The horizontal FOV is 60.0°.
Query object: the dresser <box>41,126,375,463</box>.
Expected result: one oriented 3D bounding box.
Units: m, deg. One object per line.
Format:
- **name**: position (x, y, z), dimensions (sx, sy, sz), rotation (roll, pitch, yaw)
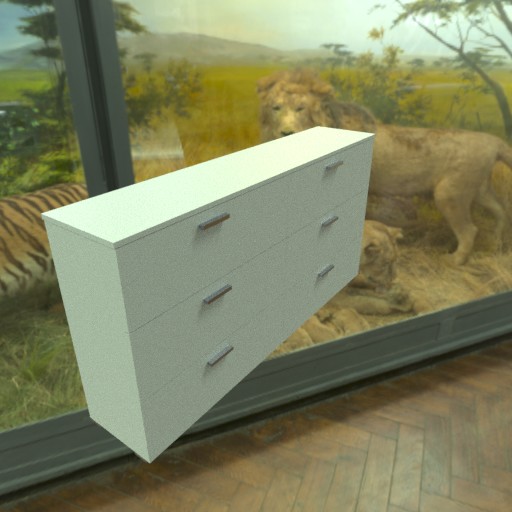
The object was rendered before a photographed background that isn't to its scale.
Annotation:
- **dresser**: position (0.000, 0.000, 1.860), dimensions (0.333, 0.790, 1.535), rotation (19, 33, 32)
